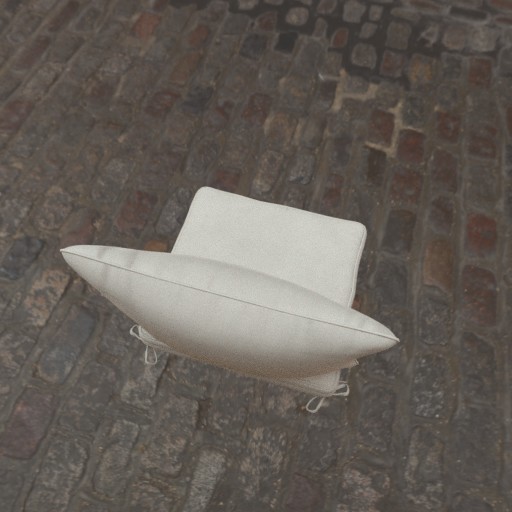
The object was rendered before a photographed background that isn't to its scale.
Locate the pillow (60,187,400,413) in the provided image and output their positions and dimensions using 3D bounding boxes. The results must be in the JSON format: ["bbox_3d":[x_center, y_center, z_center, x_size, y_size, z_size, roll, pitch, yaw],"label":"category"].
[{"bbox_3d":[0.000,0.000,1.379,0.798,0.716,0.733,14,63,7],"label":"pillow"}]
